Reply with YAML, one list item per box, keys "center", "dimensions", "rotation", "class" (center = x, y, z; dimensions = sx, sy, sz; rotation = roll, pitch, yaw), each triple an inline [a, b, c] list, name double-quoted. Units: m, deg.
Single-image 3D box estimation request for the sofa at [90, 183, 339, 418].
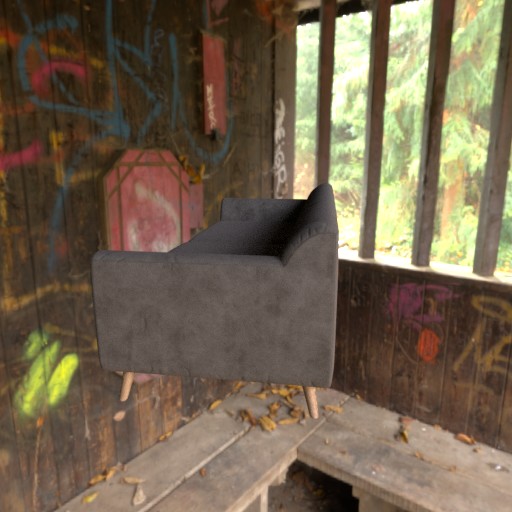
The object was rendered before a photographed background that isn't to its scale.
- center: [0.000, 0.000, 2.632]
  dimensions: [0.900, 0.740, 2.190]
  rotation: [2, 13, 9]
  class: "sofa"
